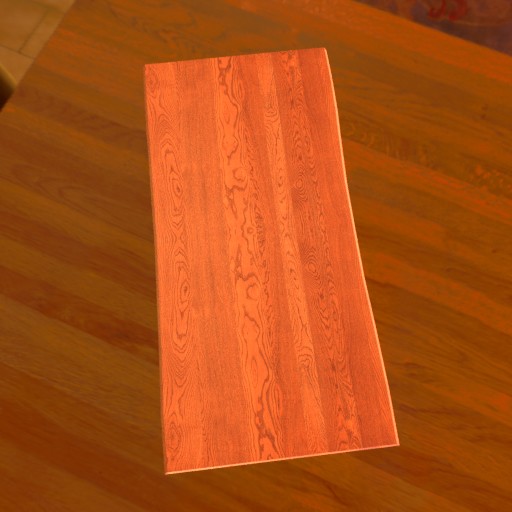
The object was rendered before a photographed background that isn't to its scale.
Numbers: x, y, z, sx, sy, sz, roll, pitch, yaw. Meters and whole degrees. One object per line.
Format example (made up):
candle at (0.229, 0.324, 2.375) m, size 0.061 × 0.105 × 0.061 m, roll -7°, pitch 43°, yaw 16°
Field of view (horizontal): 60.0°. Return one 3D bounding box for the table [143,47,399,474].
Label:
table at (0.000, 0.000, 2.247) m, size 0.900 × 0.770 × 1.800 m, roll -6°, pitch 75°, yaw -2°
